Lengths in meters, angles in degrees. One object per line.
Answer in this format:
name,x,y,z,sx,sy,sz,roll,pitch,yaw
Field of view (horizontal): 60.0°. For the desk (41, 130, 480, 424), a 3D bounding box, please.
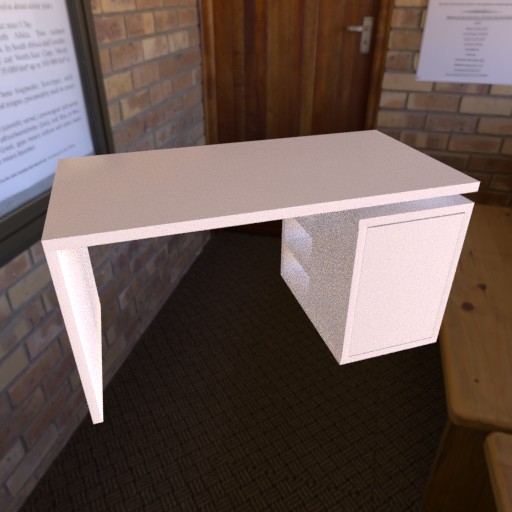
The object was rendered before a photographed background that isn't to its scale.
desk,0.000,0.000,1.817,1.400,0.740,0.690,-9,32,-15
